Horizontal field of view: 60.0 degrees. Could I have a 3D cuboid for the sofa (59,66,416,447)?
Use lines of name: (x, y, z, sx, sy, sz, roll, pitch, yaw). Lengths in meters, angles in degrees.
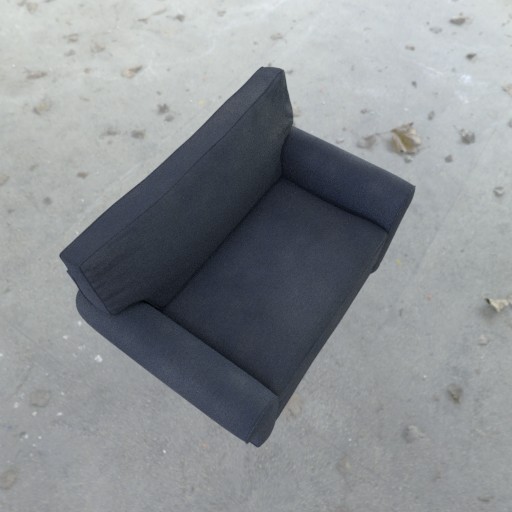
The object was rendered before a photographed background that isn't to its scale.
sofa: (0.000, 0.000, 2.065, 0.938, 1.004, 1.405, 31, 64, 17)
